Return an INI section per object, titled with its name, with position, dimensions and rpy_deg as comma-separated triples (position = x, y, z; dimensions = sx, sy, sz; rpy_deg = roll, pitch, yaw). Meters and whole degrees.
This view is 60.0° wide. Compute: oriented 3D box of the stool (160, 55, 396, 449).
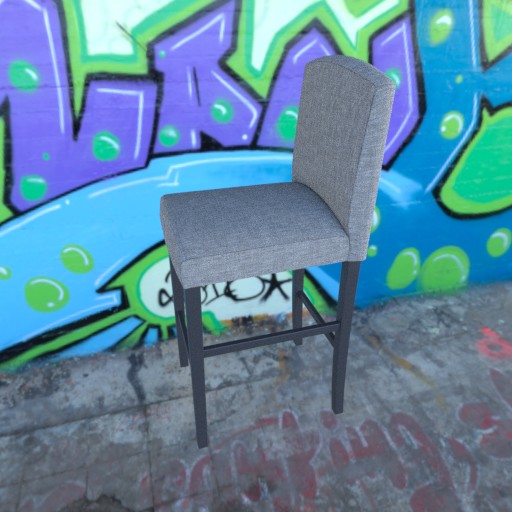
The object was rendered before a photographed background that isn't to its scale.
[stool]
position = 0.000, 0.000, 1.392
dimensions = 0.552, 1.138, 0.451
rpy_deg = -8, 30, -15
